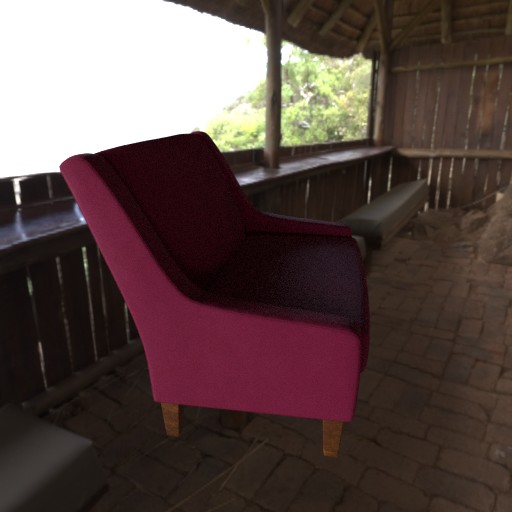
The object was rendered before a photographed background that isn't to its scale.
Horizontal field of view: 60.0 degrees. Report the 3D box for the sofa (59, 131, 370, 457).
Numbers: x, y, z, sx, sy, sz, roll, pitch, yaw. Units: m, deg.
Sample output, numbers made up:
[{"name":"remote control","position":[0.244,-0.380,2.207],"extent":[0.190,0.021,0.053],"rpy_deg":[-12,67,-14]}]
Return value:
[{"name":"sofa","position":[0.000,0.000,1.914],"extent":[0.946,0.976,1.242],"rpy_deg":[3,19,10]}]
